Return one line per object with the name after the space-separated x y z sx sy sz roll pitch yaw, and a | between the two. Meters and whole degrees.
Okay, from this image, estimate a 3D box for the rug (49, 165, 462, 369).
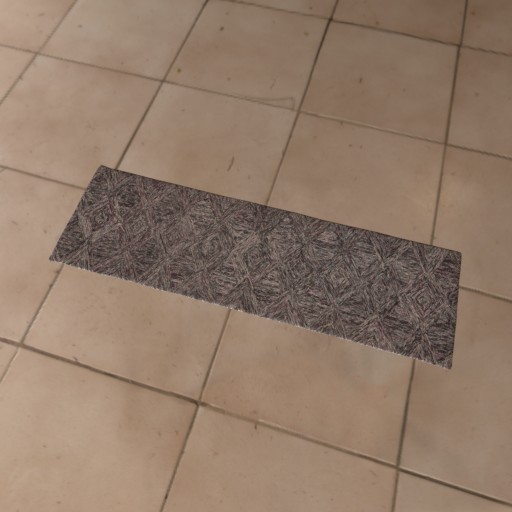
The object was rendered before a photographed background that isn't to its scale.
0.000 0.000 2.576 2.305 0.013 0.719 14 65 7 | rug
